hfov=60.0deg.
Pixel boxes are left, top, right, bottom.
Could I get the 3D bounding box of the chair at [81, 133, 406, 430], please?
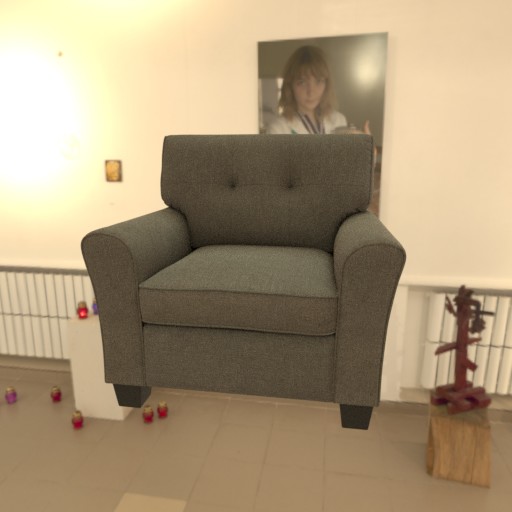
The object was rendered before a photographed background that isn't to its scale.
[{"bbox_3d":[0.000,0.000,1.641,0.941,0.890,0.816,2,13,9],"label":"chair"}]
